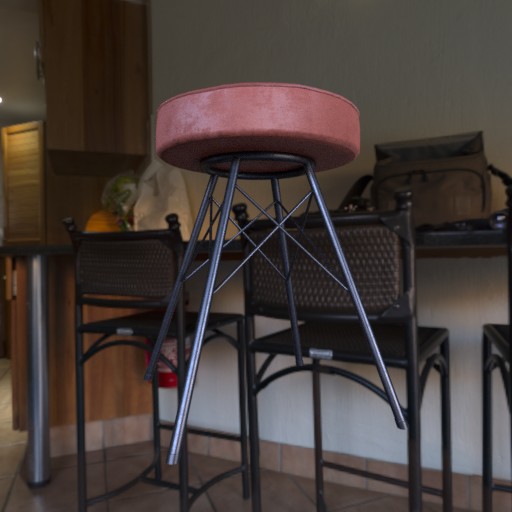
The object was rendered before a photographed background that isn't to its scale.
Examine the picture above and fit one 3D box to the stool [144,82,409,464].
[{"bbox_3d":[0.000,0.000,0.913,0.421,0.593,0.457,0,1,-18],"label":"stool"}]
